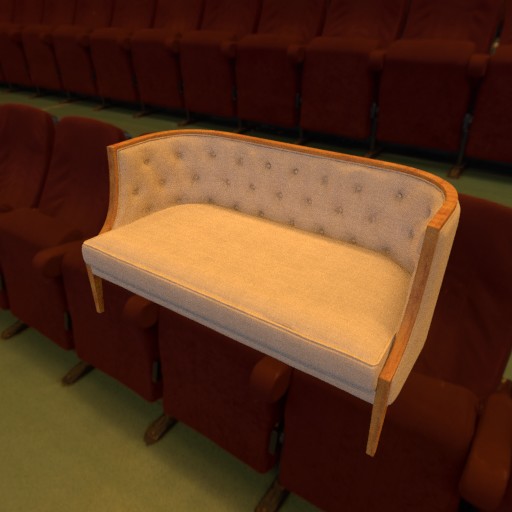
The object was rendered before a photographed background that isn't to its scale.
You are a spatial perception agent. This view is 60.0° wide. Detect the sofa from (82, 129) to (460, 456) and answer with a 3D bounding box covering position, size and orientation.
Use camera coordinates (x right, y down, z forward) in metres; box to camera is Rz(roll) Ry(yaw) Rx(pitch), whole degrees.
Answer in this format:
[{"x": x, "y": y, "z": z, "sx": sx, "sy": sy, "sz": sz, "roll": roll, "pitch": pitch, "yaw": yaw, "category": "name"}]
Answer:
[{"x": 0.000, "y": 0.000, "z": 1.910, "sx": 1.474, "sy": 0.775, "sz": 0.770, "roll": 19, "pitch": 35, "yaw": 29, "category": "sofa"}]
